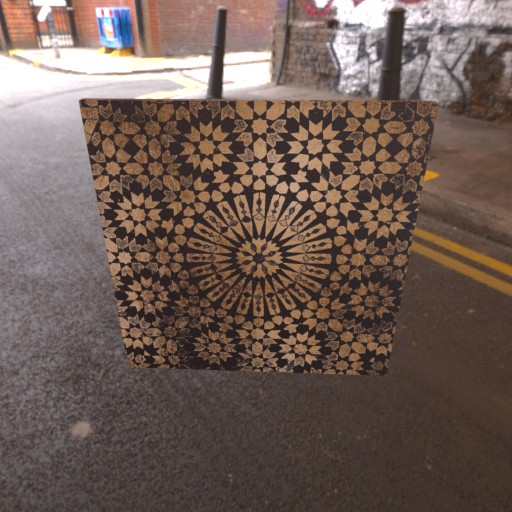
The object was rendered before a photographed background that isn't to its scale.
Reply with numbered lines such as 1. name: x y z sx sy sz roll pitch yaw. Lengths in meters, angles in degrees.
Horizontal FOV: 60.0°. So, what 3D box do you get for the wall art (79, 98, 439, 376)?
1. wall art: 0.000 0.000 1.357 0.914 0.914 0.038 1 29 2
